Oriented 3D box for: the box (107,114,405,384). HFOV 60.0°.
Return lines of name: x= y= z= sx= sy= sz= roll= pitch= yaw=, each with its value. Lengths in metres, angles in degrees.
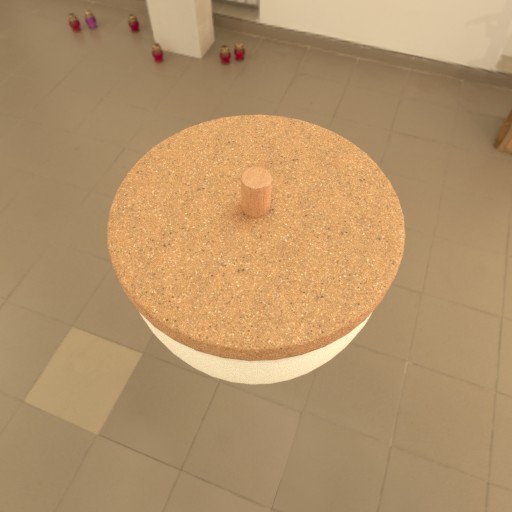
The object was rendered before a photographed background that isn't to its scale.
box: x=0.000 y=0.000 z=0.186 sx=0.107 sy=0.094 sz=0.107 roll=0 pitch=56 yaw=0
